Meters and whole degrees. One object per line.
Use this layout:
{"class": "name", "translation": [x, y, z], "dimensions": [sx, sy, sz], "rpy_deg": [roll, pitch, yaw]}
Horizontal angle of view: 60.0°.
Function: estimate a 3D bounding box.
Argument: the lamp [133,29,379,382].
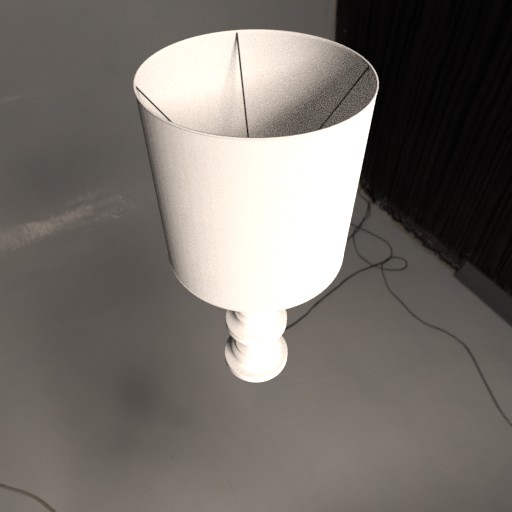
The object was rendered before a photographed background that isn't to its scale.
{"class": "lamp", "translation": [0.000, 0.000, 0.547], "dimensions": [0.208, 0.455, 0.208], "rpy_deg": [-23, 51, -21]}
